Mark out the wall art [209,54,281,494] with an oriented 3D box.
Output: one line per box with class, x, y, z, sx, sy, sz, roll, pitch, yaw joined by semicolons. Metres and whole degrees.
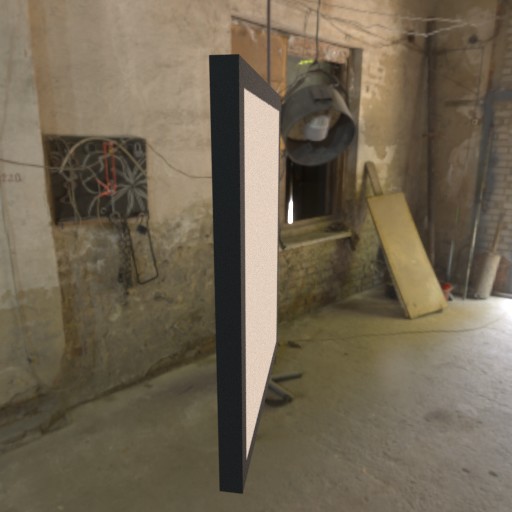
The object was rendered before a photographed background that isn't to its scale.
wall art;0.000;0.000;0.549;0.024;0.404;0.329;2;15;8
